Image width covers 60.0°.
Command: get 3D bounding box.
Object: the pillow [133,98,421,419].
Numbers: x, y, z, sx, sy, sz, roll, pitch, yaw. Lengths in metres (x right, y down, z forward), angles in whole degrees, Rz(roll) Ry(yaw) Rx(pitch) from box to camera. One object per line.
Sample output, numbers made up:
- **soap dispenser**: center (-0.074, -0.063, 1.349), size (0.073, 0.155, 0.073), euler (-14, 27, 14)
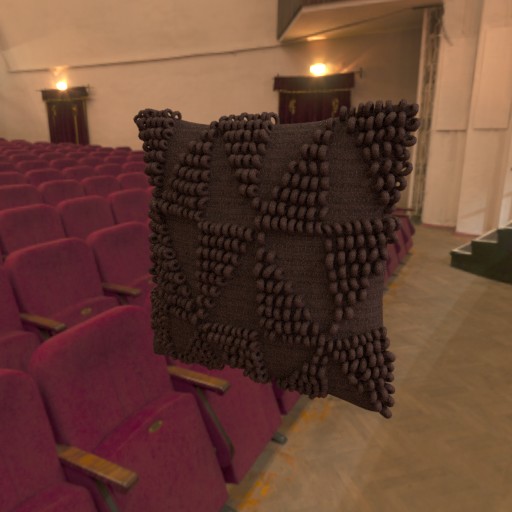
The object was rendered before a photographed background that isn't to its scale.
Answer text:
- **pillow**: center (0.000, 0.000, 0.717), size (0.470, 0.467, 0.172), euler (8, 17, 26)
